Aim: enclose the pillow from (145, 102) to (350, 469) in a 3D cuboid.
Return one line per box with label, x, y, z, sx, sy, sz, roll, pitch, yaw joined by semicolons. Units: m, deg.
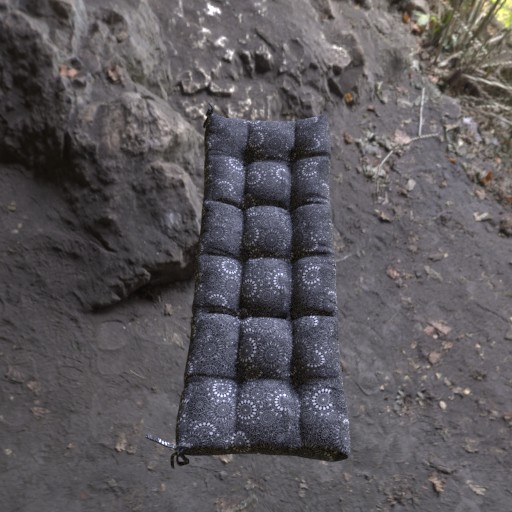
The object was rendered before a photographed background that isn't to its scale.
pillow;0.000;0.000;1.366;0.511;0.174;1.194;1;63;1
